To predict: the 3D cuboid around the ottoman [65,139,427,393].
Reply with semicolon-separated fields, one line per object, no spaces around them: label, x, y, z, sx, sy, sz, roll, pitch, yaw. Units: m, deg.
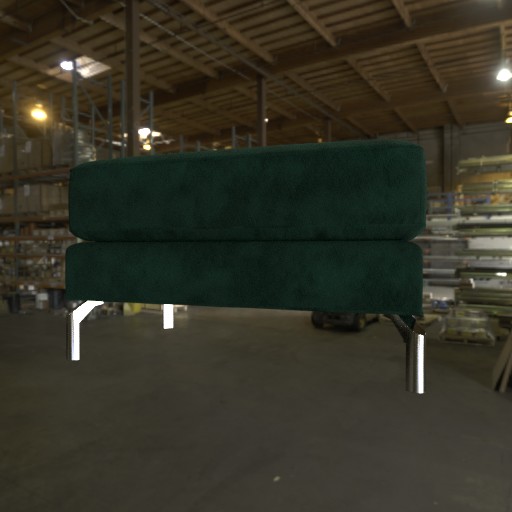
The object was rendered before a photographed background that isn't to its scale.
ottoman;0.000;0.000;1.248;0.886;0.533;0.536;0;1;18
